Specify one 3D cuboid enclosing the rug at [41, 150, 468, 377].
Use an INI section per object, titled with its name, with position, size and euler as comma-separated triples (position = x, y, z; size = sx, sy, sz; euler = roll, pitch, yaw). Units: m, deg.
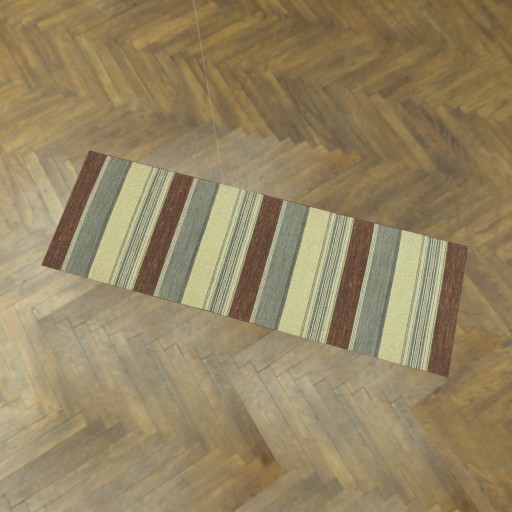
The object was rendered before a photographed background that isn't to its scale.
[rug]
position = 0.000, 0.000, 2.660
size = 2.437, 0.006, 0.792
euler = 15, 75, 4
